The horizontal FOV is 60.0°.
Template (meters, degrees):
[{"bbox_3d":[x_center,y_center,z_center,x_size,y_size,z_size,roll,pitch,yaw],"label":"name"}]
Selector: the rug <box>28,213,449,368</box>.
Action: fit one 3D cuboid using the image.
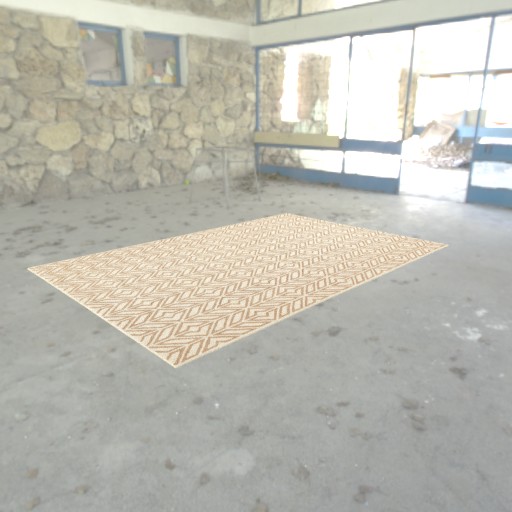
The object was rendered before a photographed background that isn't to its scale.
[{"bbox_3d":[0.000,0.000,2.286,1.828,0.007,1.220,-16,23,-42],"label":"rug"}]
